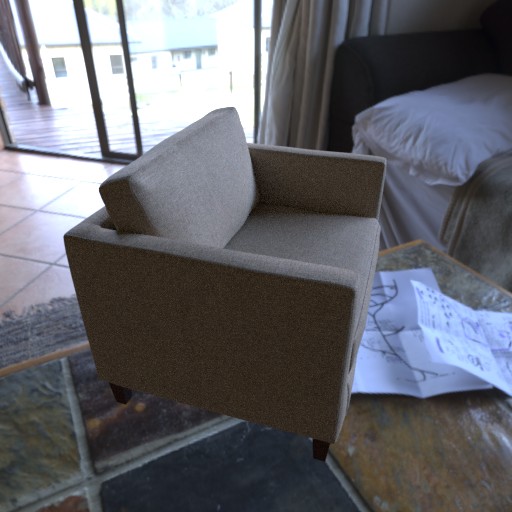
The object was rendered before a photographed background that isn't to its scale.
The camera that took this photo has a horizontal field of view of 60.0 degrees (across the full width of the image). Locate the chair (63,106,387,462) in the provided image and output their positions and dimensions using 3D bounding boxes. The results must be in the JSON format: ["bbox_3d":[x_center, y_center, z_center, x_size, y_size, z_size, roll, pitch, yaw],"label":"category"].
[{"bbox_3d":[0.000,0.000,1.834,0.959,0.987,1.107,10,33,15],"label":"chair"}]
